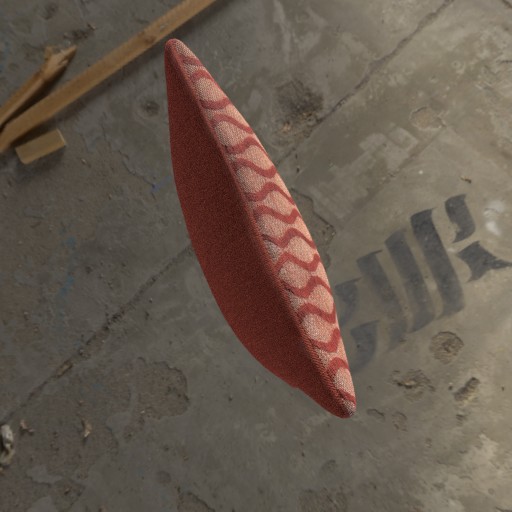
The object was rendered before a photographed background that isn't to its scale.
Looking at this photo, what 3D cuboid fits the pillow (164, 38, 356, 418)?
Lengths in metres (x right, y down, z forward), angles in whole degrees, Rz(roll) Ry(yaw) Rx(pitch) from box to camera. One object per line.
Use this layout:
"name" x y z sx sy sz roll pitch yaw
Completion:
"pillow" 0.000 0.000 0.641 0.159 0.434 0.429 -25 77 -6
